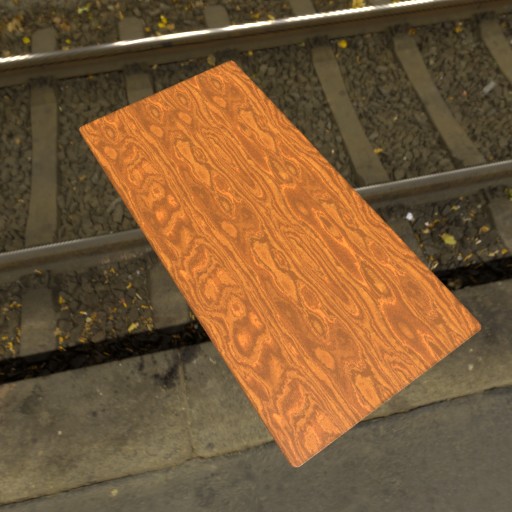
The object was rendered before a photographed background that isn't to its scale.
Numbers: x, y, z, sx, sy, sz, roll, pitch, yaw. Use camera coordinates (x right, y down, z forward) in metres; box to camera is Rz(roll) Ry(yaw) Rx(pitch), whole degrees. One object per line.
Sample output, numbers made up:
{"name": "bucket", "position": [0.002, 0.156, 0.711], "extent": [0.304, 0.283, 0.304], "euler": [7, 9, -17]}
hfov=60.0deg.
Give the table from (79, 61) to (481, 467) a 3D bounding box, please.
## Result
{"name": "table", "position": [0.000, 0.000, 2.243], "extent": [0.883, 0.753, 1.791], "euler": [-30, 66, -15]}
